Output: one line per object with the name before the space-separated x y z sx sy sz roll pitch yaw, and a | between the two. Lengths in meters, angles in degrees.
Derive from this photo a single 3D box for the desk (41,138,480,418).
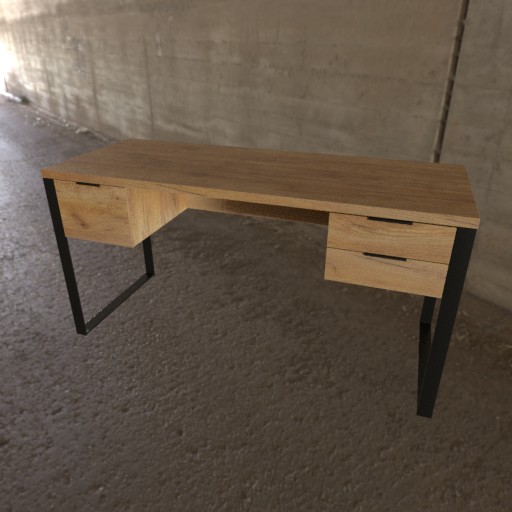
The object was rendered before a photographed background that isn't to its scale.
desk | 0.000 0.000 1.871 1.520 0.760 0.600 9 28 17
